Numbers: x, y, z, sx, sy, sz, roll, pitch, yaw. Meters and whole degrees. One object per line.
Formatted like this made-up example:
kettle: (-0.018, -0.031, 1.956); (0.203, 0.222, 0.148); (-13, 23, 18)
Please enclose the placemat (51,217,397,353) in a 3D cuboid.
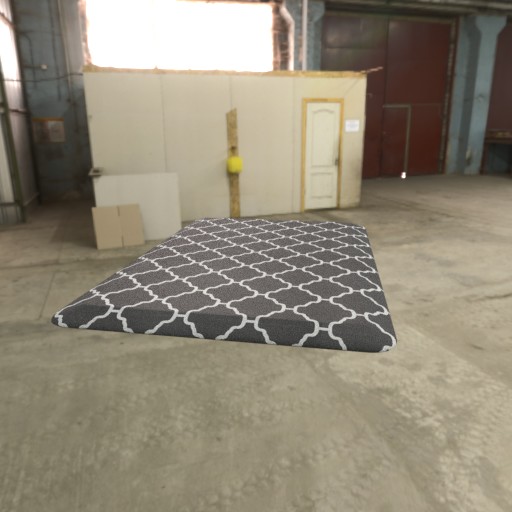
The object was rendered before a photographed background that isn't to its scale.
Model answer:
placemat: (0.000, 0.000, 0.964); (0.508, 0.021, 0.762); (3, 17, 10)
